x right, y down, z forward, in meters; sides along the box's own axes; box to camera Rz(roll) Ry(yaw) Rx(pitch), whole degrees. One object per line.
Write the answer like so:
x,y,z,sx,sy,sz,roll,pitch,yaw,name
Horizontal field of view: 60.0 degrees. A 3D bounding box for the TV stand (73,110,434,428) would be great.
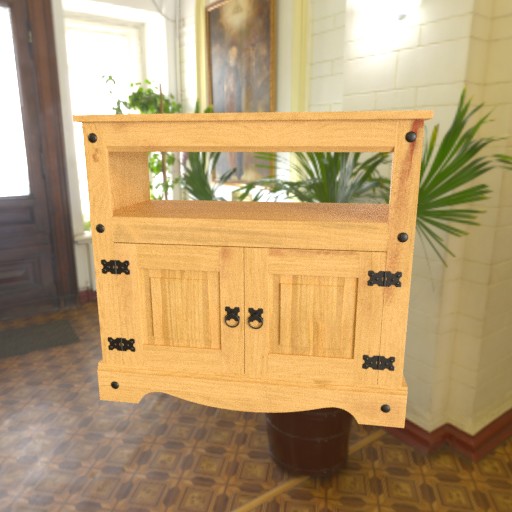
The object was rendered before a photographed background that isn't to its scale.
0.000,0.000,1.325,0.851,0.787,0.430,2,14,9,TV stand
